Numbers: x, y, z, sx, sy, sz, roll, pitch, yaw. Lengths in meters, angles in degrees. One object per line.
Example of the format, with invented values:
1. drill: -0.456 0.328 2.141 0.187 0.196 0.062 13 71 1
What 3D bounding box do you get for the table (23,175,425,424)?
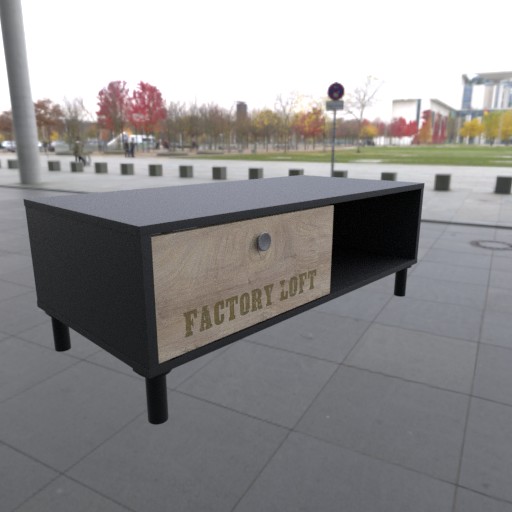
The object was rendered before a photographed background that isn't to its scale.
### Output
1. table: 0.000 0.000 1.344 0.550 0.400 1.100 14 20 42
